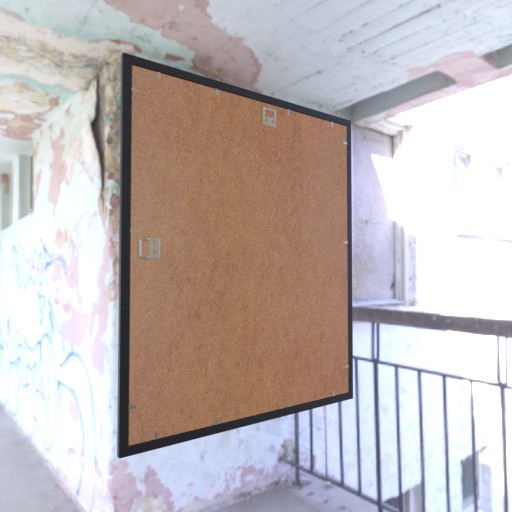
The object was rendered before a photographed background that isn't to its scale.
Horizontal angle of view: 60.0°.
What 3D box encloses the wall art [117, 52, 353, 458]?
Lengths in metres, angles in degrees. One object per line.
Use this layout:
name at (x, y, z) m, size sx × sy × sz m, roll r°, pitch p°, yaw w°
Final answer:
wall art at (0.000, 0.000, 0.893) m, size 0.559 × 0.660 × 0.018 m, roll 1°, pitch -2°, yaw -37°
